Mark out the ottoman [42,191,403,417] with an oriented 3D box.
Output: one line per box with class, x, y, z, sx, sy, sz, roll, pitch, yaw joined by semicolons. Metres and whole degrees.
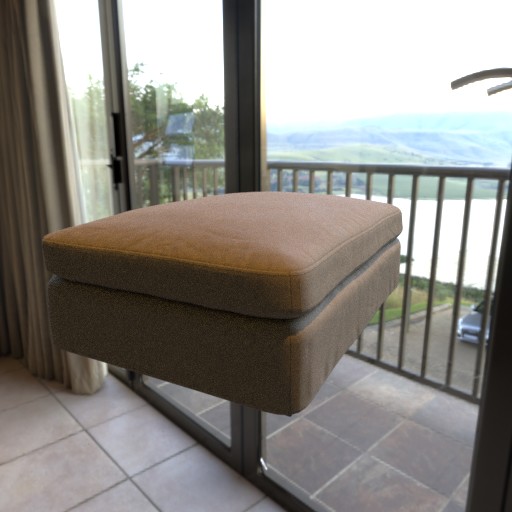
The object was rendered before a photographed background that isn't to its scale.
ottoman;0.000;0.000;1.620;0.840;0.429;1.199;7;15;27
